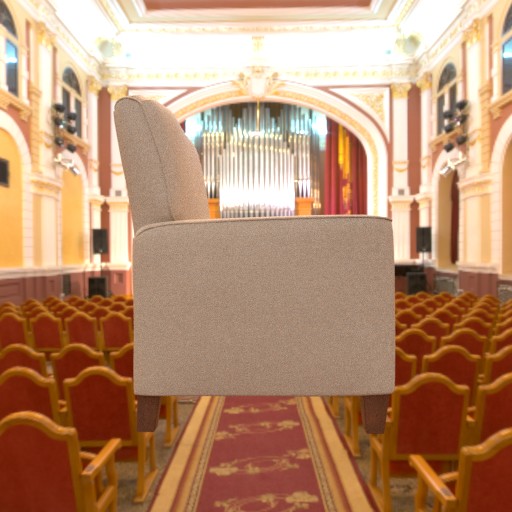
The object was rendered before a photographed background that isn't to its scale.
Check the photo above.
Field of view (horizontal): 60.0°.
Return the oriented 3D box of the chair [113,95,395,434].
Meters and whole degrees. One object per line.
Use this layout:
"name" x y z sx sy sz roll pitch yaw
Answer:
"chair" 0.000 0.000 1.653 0.858 1.023 0.841 0 0 1
